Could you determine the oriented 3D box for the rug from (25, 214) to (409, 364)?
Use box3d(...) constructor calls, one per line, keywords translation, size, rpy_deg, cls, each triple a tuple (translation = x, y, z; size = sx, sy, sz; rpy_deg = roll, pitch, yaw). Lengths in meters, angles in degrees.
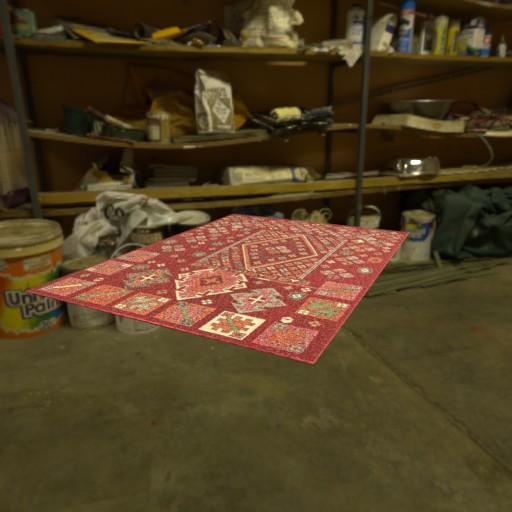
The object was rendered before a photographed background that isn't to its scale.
box3d(translation=(0.000, 0.000, 2.878), size=(1.579, 0.007, 2.184), rpy_deg=(9, 19, 26), cls="rug")
